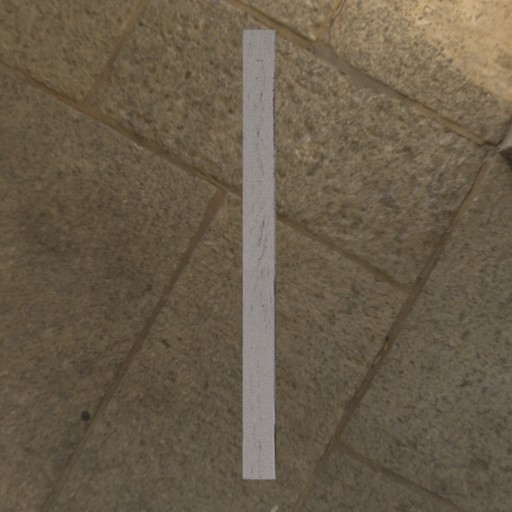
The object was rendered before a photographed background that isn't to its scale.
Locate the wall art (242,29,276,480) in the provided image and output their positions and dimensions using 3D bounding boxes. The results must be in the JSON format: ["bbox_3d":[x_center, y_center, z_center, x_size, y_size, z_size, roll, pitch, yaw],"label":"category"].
[{"bbox_3d":[0.000,0.000,0.754,0.038,0.508,0.508,0,89,-1],"label":"wall art"}]
